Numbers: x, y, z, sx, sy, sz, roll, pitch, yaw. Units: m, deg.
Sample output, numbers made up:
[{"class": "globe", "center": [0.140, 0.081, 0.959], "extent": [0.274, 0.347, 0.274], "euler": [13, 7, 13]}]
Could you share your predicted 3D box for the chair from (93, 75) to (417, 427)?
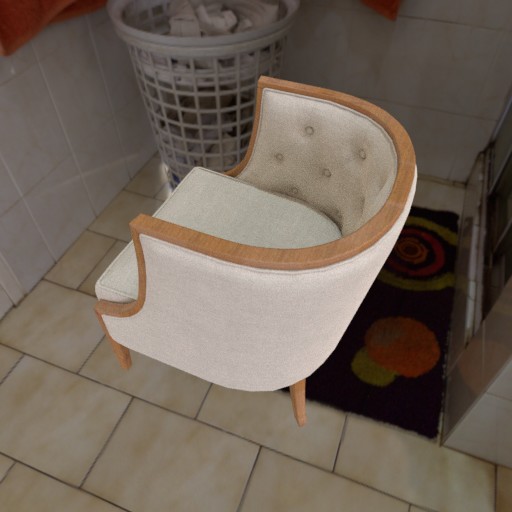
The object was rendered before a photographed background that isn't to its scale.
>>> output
[{"class": "chair", "center": [0.000, 0.000, 1.344], "extent": [0.757, 0.775, 0.711], "euler": [18, 51, 15]}]
